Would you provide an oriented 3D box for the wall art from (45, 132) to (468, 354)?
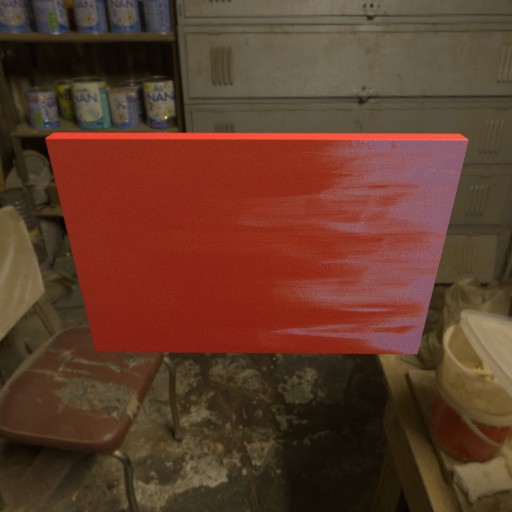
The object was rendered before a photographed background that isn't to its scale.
[{"bbox_3d":[0.000,0.000,0.749,0.607,0.405,0.033,0,30,1],"label":"wall art"}]
